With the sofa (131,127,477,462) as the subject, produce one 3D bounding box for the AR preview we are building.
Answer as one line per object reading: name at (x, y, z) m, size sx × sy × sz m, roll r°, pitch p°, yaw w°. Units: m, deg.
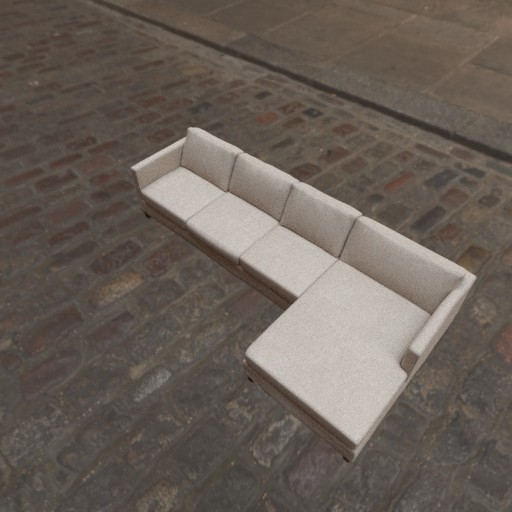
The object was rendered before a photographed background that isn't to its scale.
sofa at (0.000, 0.000, 3.933) m, size 3.186 × 0.846 × 1.625 m, roll 33°, pitch 55°, yaw 27°
